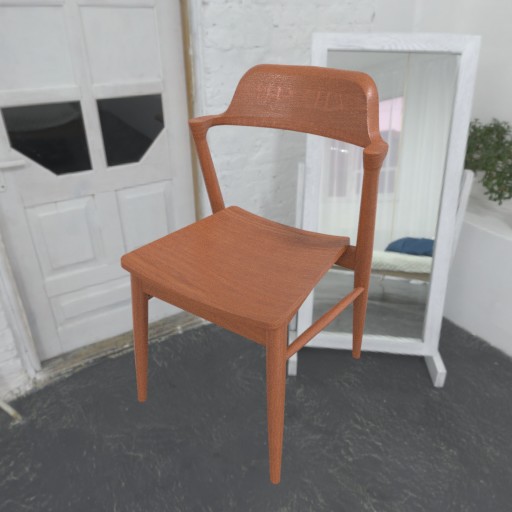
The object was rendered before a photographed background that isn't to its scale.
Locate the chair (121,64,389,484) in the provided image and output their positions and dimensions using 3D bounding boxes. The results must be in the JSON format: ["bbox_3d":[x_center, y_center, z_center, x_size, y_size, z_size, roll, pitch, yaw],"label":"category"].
[{"bbox_3d":[0.000,0.000,1.072,0.496,0.801,0.499,18,35,29],"label":"chair"}]
